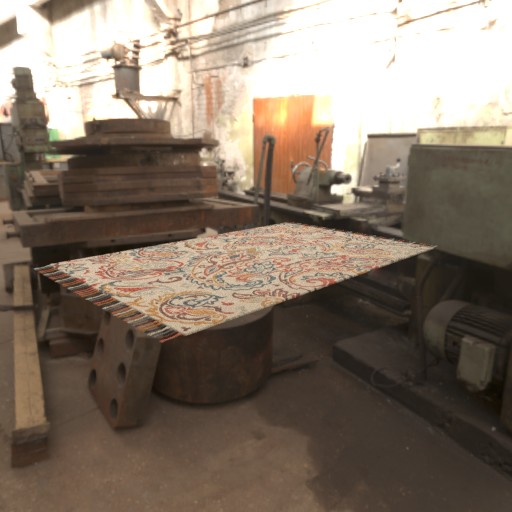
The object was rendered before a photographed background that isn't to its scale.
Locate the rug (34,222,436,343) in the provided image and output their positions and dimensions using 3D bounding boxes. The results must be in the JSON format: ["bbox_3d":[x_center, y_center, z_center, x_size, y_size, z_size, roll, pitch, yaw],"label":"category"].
[{"bbox_3d":[0.000,0.000,2.503,1.997,0.010,1.218,-13,19,-42],"label":"rug"}]
